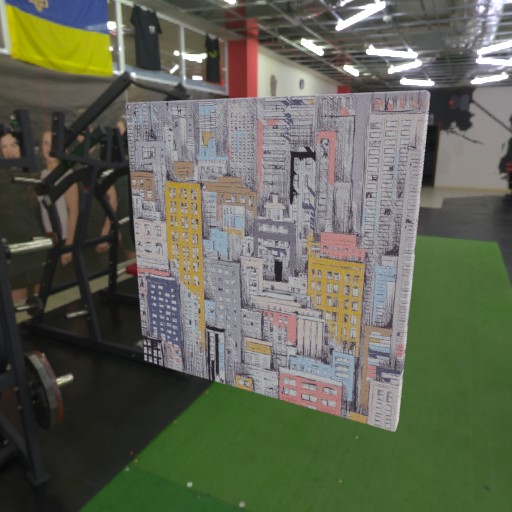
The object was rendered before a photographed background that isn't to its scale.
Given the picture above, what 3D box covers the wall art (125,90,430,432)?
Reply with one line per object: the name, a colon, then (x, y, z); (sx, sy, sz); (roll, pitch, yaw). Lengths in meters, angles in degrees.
wall art: (0.000, 0.000, 1.133); (0.761, 0.762, 0.048); (8, 17, 26)
